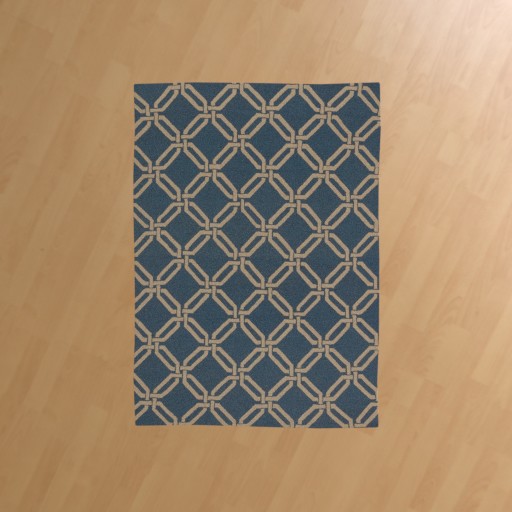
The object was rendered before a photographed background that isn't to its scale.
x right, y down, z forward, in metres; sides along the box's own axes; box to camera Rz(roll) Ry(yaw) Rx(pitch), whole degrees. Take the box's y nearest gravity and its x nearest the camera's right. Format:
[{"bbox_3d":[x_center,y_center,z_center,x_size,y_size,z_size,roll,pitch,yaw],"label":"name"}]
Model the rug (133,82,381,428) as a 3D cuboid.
[{"bbox_3d":[0.000,0.000,2.732,1.524,0.013,2.135,0,91,1],"label":"rug"}]
